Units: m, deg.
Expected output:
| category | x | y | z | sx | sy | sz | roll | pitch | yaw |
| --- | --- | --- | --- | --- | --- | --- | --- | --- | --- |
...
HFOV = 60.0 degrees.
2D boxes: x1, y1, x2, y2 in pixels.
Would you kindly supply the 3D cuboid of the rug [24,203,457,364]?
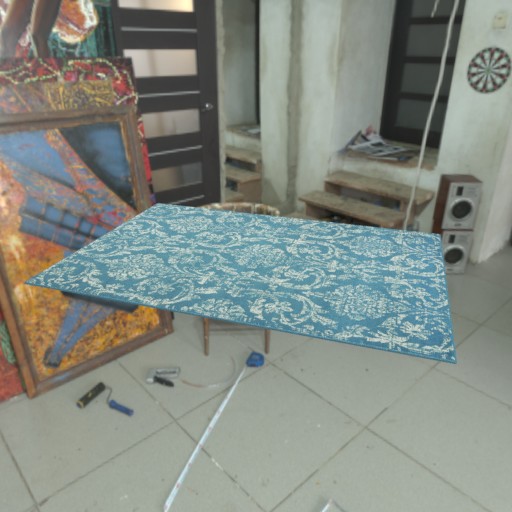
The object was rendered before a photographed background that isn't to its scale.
| category | x | y | z | sx | sy | sz | roll | pitch | yaw |
| --- | --- | --- | --- | --- | --- | --- | --- | --- | --- |
| rug | 0.000 | 0.000 | 3.420 | 2.746 | 0.018 | 1.816 | 8 | 26 | 16 |
